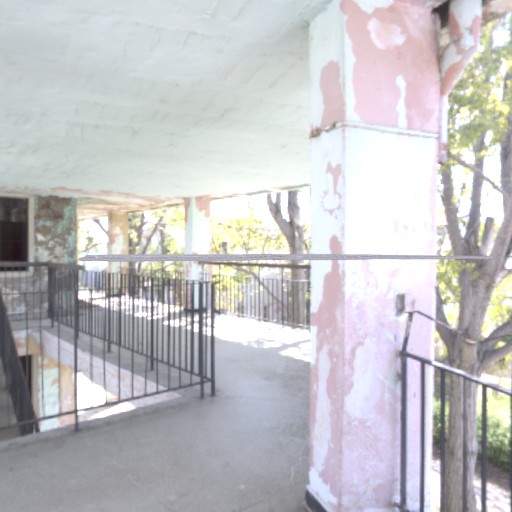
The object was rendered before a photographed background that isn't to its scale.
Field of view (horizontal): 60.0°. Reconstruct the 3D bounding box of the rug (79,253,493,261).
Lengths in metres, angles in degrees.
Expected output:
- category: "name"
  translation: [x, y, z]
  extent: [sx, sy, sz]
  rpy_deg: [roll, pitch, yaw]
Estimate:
- category: "rug"
  translation: [0.000, 0.000, 0.881]
  extent: [0.639, 0.006, 0.548]
  rpy_deg: [0, 1, -20]
